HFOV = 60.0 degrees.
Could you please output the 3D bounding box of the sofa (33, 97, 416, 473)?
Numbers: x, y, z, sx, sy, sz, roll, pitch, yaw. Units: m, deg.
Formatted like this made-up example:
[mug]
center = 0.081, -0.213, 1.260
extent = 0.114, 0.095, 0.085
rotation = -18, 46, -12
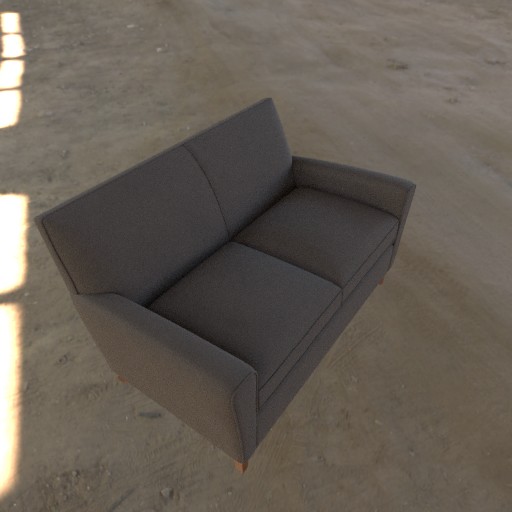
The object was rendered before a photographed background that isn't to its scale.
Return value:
[sofa]
center = 0.000, 0.000, 1.959
extent = 0.871, 0.846, 1.420
rotation = 25, 46, 27
